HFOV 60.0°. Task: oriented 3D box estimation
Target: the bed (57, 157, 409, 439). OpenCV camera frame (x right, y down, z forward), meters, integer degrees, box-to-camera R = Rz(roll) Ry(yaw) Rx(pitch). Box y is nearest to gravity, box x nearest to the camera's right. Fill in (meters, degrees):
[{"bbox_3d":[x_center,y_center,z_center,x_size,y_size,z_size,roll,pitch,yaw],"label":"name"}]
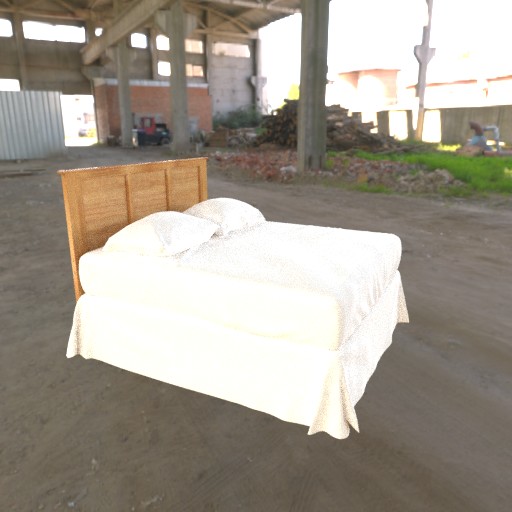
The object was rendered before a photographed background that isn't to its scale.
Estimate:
[{"bbox_3d":[0.000,0.000,3.242,2.035,1.273,1.870,8,18,27],"label":"bed"}]
